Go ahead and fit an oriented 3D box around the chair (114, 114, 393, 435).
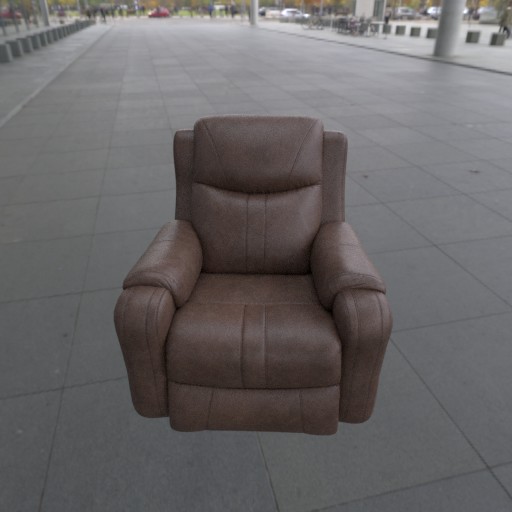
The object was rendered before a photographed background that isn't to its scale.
[{"bbox_3d":[0.000,0.000,1.854,0.940,0.990,1.067,1,29,2],"label":"chair"}]
